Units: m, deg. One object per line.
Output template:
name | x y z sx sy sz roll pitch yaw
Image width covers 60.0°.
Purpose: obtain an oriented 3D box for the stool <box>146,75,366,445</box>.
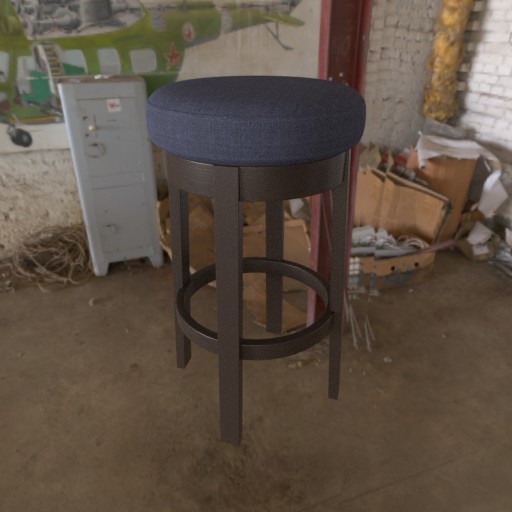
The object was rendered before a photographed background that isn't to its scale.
stool | 0.000 0.000 1.032 0.446 0.758 0.446 0 28 0
